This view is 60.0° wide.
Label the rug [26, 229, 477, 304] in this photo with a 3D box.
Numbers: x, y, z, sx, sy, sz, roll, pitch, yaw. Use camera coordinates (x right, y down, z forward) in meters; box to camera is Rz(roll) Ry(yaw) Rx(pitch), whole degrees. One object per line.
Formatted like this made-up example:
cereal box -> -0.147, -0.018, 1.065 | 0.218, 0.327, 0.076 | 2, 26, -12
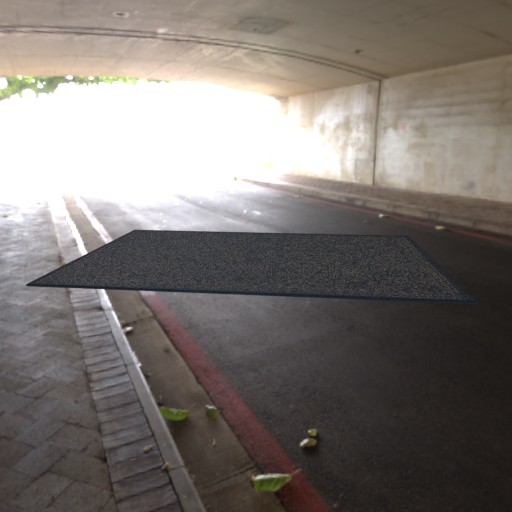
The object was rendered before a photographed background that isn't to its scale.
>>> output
rug -> 0.000, 0.000, 2.359 | 1.829, 0.010, 1.219 | 2, 15, 6
